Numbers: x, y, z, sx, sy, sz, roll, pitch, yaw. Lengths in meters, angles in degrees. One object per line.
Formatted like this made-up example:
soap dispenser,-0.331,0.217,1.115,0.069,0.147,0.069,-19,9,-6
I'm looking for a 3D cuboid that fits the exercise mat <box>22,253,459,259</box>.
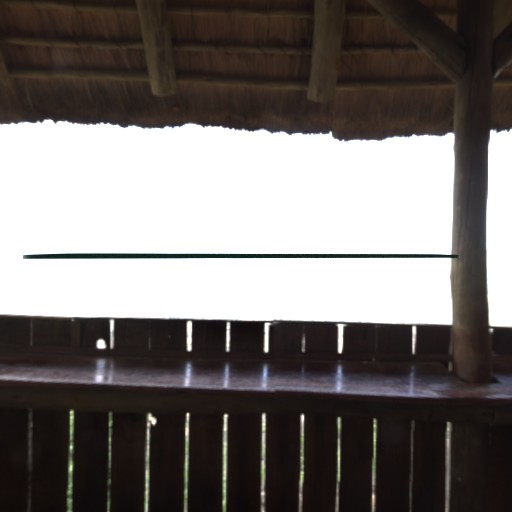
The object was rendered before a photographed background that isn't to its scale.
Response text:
exercise mat,0.000,0.000,2.059,1.869,0.021,0.616,0,0,-20
